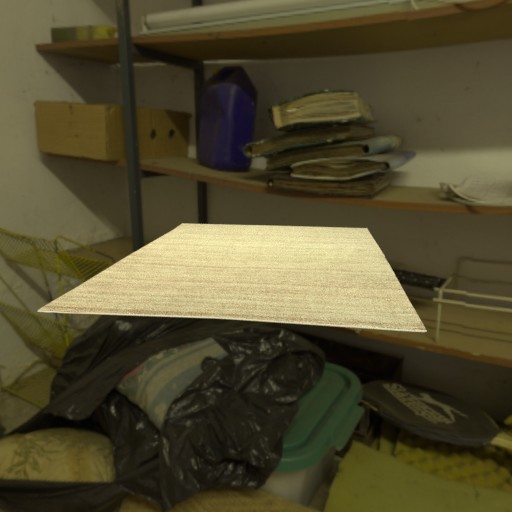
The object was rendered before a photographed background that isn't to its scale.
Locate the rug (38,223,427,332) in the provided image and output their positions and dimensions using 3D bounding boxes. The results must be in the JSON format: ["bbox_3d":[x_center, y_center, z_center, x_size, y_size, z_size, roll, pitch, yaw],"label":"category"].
[{"bbox_3d":[0.000,0.000,4.247,2.434,0.045,3.202,2,14,8],"label":"rug"}]
